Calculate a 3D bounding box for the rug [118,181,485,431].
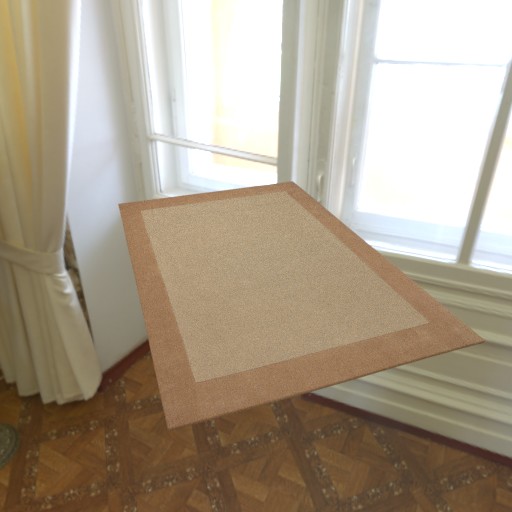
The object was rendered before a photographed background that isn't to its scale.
[{"bbox_3d":[0.000,0.000,2.270,1.219,0.014,1.829,-10,32,-17],"label":"rug"}]
